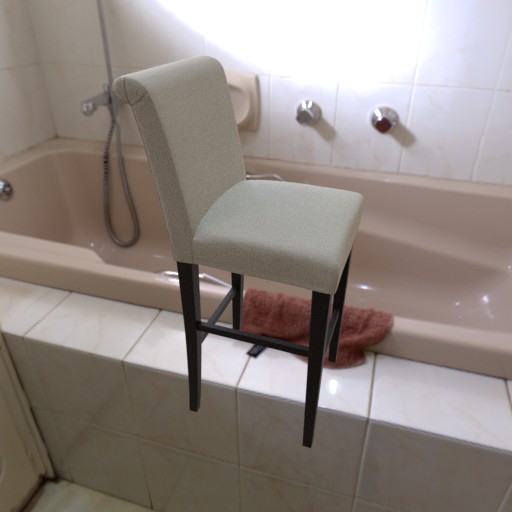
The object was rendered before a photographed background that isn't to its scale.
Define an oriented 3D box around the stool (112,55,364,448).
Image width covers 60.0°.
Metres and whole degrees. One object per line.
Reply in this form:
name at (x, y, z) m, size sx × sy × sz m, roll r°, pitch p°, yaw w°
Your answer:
stool at (0.000, 0.000, 1.431) m, size 0.597 × 1.124 × 0.452 m, roll 10°, pitch 32°, yaw 17°
